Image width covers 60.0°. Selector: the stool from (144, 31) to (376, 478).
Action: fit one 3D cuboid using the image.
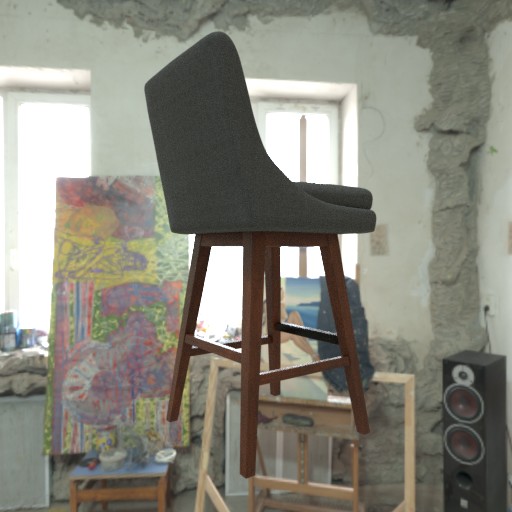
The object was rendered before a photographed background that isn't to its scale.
[{"bbox_3d":[0.000,0.000,1.241,0.524,0.977,0.447,-1,1,-36],"label":"stool"}]
